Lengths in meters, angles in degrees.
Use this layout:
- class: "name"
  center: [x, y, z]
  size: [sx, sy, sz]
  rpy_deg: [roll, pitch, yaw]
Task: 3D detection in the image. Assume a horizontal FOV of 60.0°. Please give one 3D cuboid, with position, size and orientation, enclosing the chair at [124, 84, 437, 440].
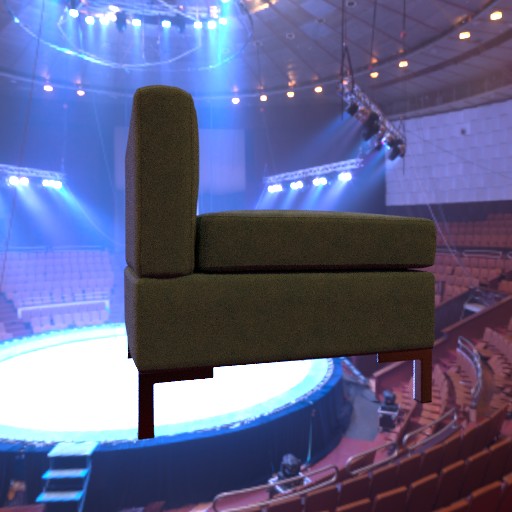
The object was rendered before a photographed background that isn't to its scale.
- class: "chair"
  center: [0.000, 0.000, 1.212]
  size: [0.685, 0.660, 0.684]
  rpy_deg: [0, 1, -18]
